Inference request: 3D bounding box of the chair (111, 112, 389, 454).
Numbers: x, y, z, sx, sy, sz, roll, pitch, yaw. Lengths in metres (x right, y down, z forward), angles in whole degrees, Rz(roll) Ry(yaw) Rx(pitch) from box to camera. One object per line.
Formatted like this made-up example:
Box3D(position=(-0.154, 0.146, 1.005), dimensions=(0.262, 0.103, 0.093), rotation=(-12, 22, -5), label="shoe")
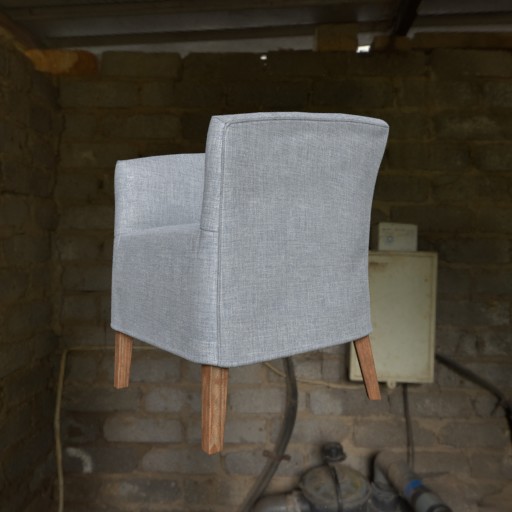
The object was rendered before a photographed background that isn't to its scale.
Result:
Box3D(position=(0.000, 0.000, 1.272), dimensions=(0.668, 0.771, 0.600), rotation=(0, 1, -37), label="chair")
